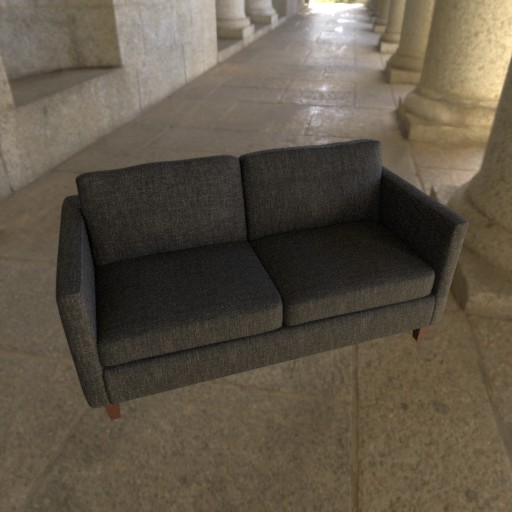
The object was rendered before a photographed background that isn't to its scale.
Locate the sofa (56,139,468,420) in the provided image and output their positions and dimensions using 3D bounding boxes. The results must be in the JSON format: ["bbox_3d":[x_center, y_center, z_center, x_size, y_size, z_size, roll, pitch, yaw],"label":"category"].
[{"bbox_3d":[0.000,0.000,2.376,1.884,0.963,0.950,-10,34,-15],"label":"sofa"}]
